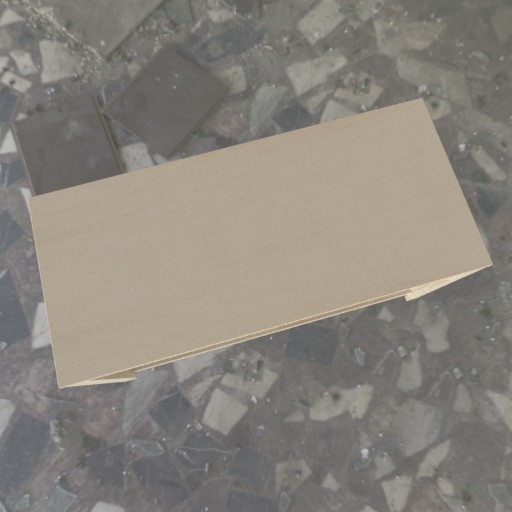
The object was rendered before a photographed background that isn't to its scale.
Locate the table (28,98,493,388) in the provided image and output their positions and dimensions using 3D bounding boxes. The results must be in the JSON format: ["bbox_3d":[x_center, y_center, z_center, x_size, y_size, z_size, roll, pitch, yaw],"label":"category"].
[{"bbox_3d":[0.000,0.000,1.282,1.016,0.483,0.457,-15,76,-4],"label":"table"}]
